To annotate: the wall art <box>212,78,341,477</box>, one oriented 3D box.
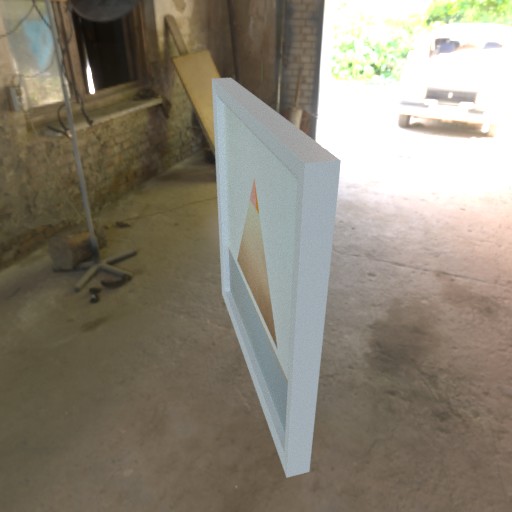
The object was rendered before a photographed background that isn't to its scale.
[{"bbox_3d":[0.000,0.000,1.972,0.098,1.291,1.289,-8,32,-13],"label":"wall art"}]
